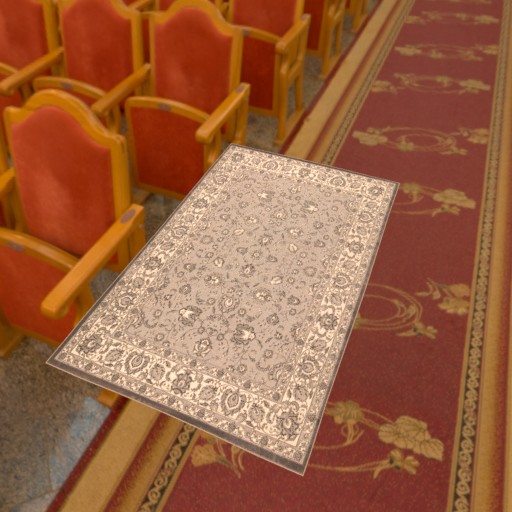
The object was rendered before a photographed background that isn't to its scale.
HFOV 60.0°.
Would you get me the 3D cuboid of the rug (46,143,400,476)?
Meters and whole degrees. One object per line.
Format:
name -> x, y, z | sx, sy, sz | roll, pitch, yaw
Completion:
rug -> 0.000, 0.000, 3.042 | 1.524, 0.011, 2.438 | 17, 49, 16
